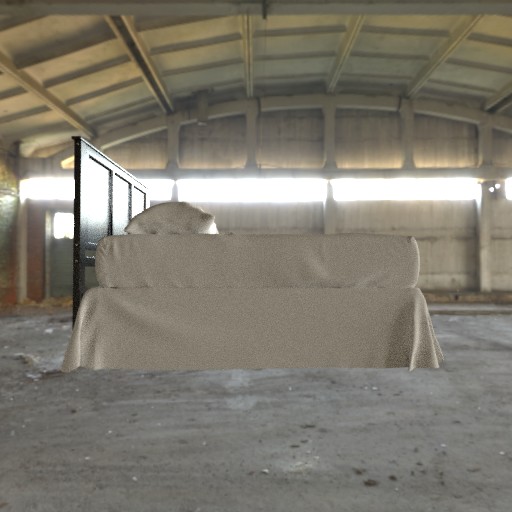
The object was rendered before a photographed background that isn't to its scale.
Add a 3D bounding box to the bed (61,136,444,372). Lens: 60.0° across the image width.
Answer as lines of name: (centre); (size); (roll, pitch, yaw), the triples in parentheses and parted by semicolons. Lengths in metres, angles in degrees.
bed: (0.000, 0.000, 3.233); (2.050, 1.270, 1.870); (0, -1, 0)
